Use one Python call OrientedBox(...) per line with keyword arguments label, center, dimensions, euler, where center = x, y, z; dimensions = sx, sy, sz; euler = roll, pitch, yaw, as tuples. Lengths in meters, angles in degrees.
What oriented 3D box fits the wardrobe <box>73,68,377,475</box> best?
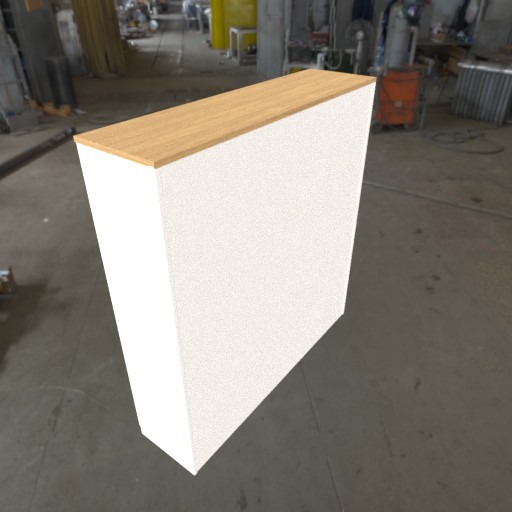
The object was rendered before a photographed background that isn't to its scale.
OrientedBox(label="wardrobe", center=(0.000, 0.000, 3.311), dimensions=(0.590, 2.260, 2.160), euler=(23, 39, 31))
